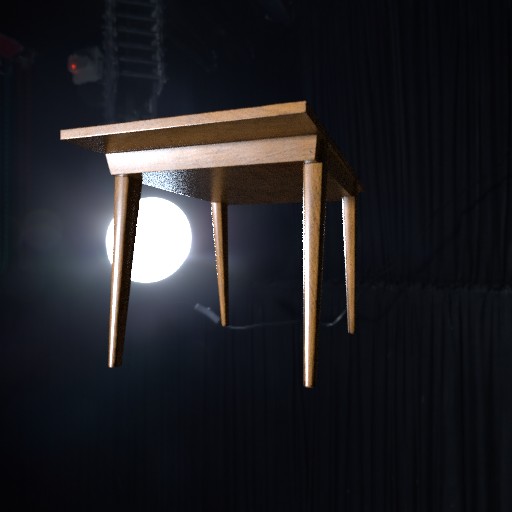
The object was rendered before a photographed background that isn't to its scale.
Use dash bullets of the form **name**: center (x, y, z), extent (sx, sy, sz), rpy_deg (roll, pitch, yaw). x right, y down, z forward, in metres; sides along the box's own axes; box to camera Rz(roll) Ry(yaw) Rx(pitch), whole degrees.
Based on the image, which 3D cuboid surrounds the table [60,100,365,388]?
- **table**: center (0.000, 0.000, 1.870), extent (0.757, 0.760, 1.400), rpy_deg (0, 0, 20)
